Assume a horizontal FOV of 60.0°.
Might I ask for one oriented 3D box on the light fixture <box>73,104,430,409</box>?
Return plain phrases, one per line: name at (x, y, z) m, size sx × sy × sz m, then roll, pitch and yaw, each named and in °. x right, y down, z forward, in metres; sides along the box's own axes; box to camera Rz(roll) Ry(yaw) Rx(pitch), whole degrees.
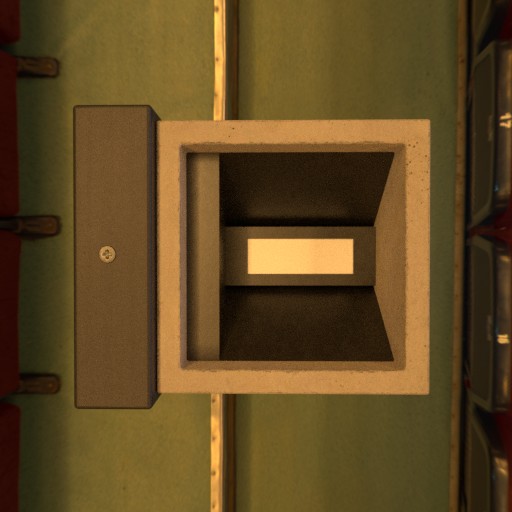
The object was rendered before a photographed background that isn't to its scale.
light fixture at (0.000, 0.000, 0.234) m, size 0.143 × 0.121 × 0.121 m, roll 0°, pitch 91°, yaw 1°
